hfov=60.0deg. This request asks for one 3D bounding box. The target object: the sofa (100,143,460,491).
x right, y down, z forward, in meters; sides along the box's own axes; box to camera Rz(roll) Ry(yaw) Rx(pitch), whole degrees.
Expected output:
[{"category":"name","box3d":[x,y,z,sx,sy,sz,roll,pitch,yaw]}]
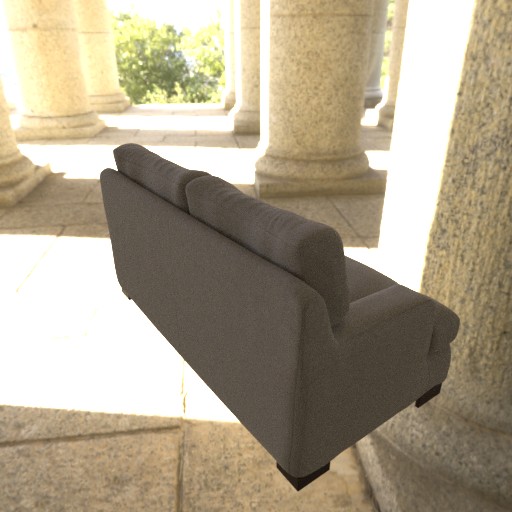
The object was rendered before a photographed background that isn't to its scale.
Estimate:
[{"category":"sofa","box3d":[0.000,0.000,2.308,0.962,0.980,1.855,-17,30,-32]}]
